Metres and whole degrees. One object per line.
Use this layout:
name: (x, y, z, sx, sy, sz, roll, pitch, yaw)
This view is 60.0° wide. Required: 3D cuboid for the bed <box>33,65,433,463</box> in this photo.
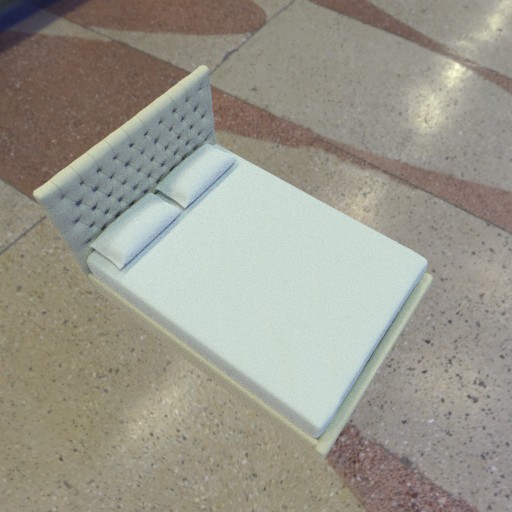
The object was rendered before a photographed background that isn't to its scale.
bed: (0.000, 0.000, 3.400, 2.387, 1.427, 1.698, 32, 63, 19)
